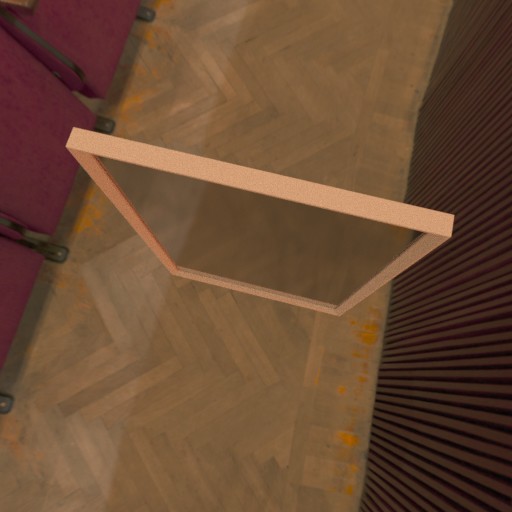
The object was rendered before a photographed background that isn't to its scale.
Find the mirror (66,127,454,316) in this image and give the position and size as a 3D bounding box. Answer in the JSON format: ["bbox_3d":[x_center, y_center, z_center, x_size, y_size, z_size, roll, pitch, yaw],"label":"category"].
[{"bbox_3d":[0.000,0.000,1.125,0.609,0.915,0.041,14,75,4],"label":"mirror"}]
